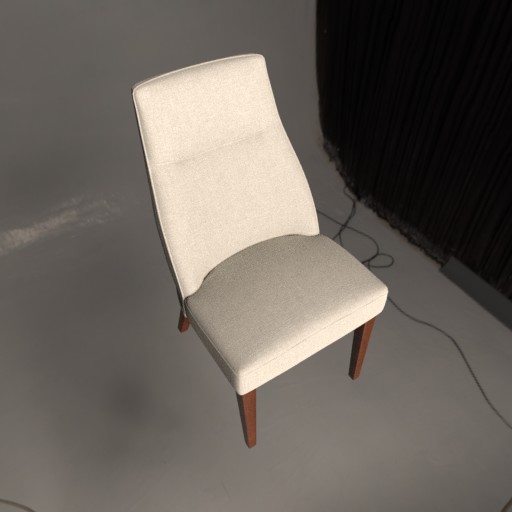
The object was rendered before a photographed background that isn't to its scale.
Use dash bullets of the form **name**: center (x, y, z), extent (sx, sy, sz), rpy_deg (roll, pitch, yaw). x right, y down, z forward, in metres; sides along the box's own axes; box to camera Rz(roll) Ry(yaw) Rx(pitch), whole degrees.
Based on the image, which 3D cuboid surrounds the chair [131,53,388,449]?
- **chair**: center (0.000, 0.000, 1.299), extent (0.500, 0.930, 0.620), rpy_deg (-25, 51, -22)
